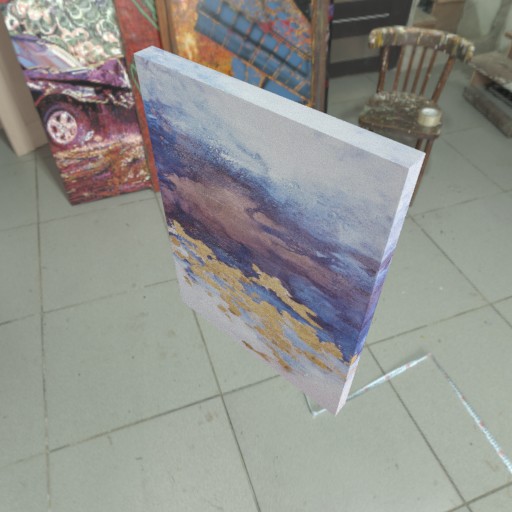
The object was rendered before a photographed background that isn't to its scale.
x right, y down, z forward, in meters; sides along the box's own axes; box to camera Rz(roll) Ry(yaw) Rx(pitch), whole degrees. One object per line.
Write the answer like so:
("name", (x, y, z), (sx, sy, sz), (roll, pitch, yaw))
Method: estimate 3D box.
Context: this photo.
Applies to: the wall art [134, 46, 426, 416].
("wall art", (0.000, 0.000, 0.762), (0.437, 0.581, 0.036), (32, 54, 27))
